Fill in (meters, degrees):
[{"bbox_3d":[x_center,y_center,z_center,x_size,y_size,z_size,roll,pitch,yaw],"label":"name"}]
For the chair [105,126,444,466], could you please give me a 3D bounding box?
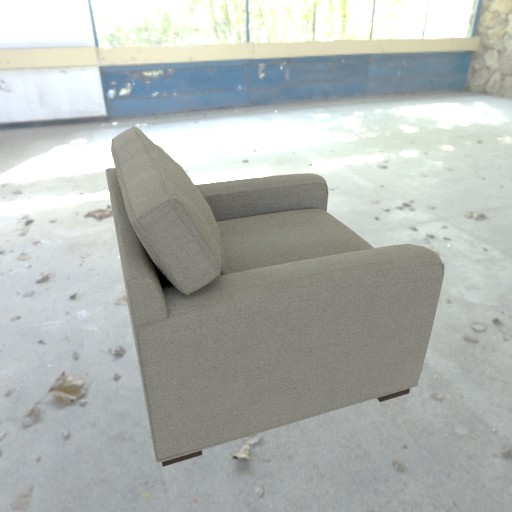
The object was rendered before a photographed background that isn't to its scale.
[{"bbox_3d":[0.000,0.000,1.804,1.044,0.934,0.999,-10,30,-17],"label":"chair"}]
